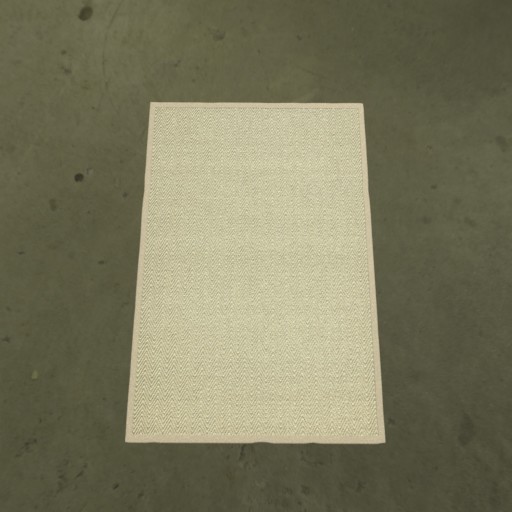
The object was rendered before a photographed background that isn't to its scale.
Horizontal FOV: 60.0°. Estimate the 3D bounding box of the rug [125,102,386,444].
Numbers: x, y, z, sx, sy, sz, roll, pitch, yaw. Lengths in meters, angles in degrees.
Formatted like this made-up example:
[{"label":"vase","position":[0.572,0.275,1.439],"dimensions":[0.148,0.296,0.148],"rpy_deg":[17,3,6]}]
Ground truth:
[{"label":"rug","position":[0.000,0.000,2.908],"dimensions":[1.540,0.021,2.290],"rpy_deg":[0,75,0]}]
